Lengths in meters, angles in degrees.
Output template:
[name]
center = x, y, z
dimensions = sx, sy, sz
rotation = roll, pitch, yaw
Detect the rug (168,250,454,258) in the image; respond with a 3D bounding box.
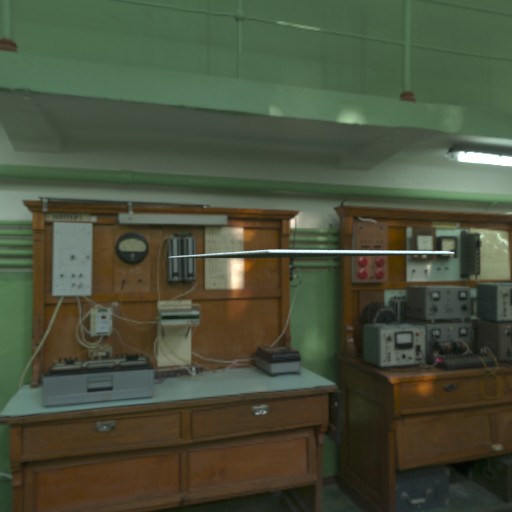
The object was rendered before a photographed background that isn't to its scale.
[rug]
center = 0.000, 0.000, 2.412
dimensions = 0.662, 0.011, 2.196
rotation = 0, -1, -19
